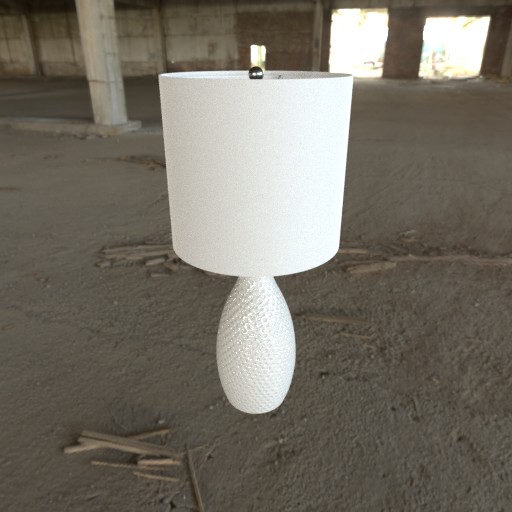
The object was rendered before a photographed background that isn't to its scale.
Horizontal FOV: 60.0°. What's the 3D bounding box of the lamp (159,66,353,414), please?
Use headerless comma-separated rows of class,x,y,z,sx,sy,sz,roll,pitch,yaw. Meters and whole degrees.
lamp,0.000,0.000,0.591,0.214,0.466,0.214,8,26,16
